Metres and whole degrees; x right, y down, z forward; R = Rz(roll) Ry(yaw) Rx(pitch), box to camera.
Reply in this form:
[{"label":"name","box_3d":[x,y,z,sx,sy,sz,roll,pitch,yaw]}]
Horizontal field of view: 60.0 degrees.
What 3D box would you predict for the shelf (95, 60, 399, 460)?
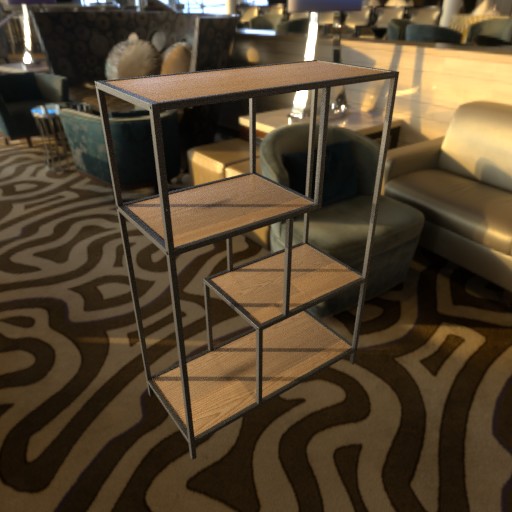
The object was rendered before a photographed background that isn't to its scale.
[{"label":"shelf","box_3d":[0.000,0.000,1.498,0.770,1.138,0.350,-20,36,-30]}]
